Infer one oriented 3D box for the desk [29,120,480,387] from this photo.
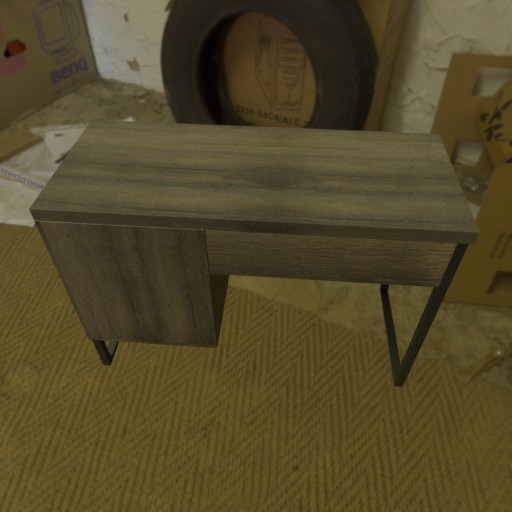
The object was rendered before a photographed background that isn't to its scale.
[{"bbox_3d":[0.000,0.000,1.553,1.134,0.752,0.511,3,45,3],"label":"desk"}]
